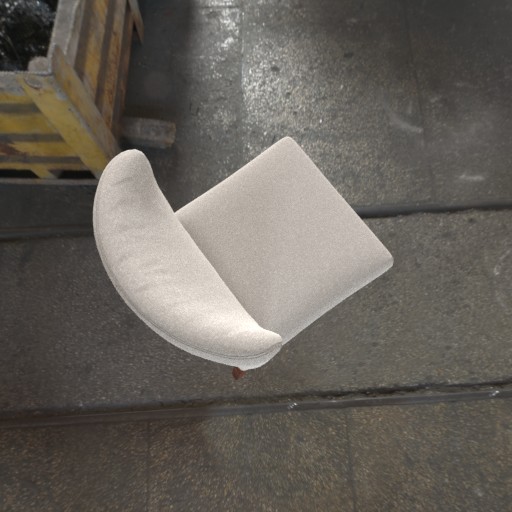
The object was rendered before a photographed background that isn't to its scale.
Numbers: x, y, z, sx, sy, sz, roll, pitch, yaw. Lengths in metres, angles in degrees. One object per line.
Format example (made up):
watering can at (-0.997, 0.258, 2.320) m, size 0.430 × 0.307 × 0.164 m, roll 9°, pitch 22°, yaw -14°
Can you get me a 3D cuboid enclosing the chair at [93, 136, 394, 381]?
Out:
chair at (0.000, 0.000, 1.194) m, size 0.592 × 0.839 × 0.491 m, roll -36°, pitch 77°, yaw -9°
